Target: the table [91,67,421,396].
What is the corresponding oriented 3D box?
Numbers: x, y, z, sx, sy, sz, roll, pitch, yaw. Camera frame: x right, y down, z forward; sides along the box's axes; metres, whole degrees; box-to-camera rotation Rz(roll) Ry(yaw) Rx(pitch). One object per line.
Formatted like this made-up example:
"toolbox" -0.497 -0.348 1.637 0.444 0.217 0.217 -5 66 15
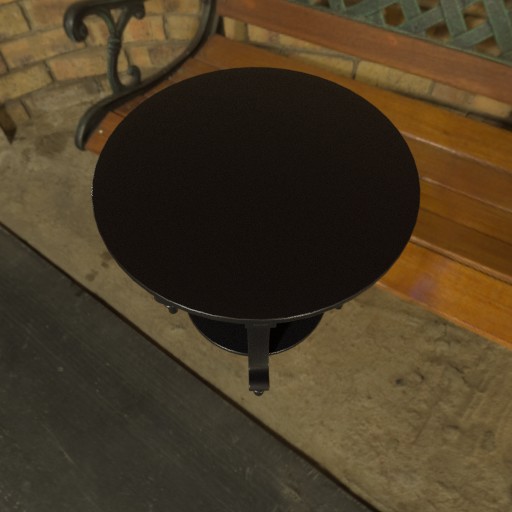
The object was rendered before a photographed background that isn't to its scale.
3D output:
"table" 0.000 0.000 1.080 0.597 0.618 0.597 0 59 0
